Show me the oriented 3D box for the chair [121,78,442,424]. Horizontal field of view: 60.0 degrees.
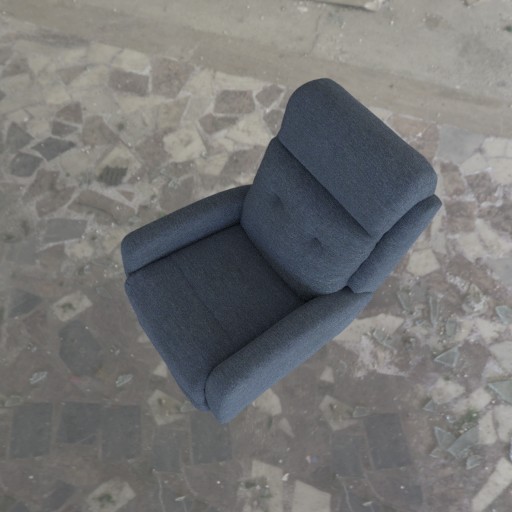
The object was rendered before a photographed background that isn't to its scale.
[{"bbox_3d":[0.000,0.000,1.758,1.043,1.013,0.798,-33,67,-16],"label":"chair"}]
